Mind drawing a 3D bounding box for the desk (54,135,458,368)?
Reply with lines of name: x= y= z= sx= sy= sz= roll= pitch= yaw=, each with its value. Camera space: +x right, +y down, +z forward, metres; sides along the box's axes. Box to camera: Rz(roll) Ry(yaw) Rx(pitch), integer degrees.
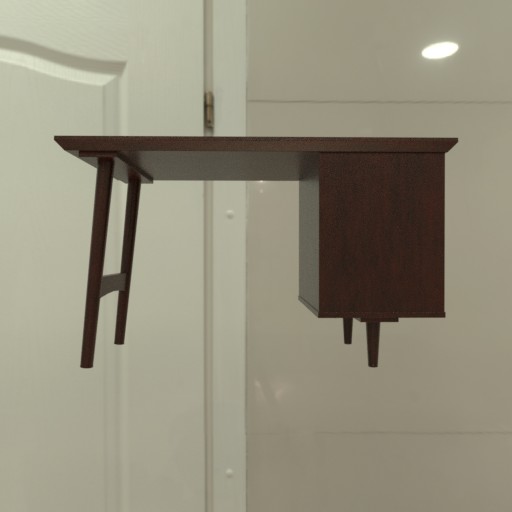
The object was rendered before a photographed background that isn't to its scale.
desk: x=0.000 y=0.000 z=1.707 sx=1.277 sy=0.758 sz=0.612 roll=0 pitch=0 yaw=-1
